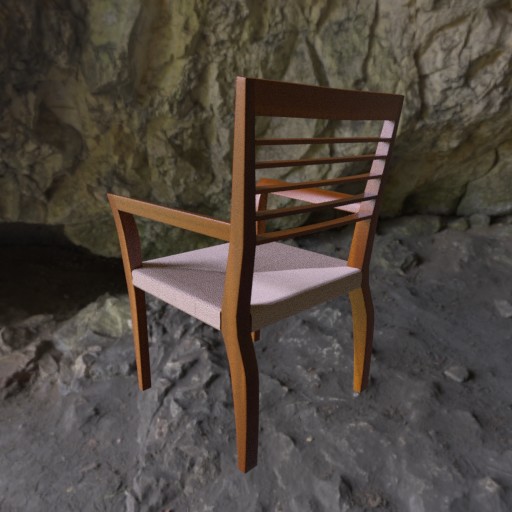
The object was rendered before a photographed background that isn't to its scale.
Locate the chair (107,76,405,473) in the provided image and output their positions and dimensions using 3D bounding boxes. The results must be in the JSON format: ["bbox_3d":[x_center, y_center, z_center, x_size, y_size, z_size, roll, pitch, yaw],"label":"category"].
[{"bbox_3d":[0.000,0.000,1.238,0.587,0.855,0.540,-15,21,-42],"label":"chair"}]
